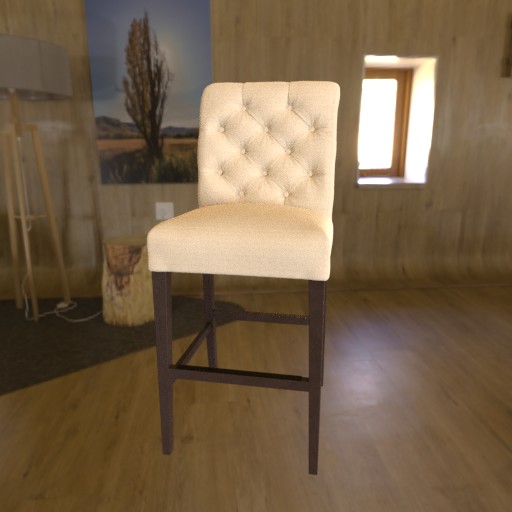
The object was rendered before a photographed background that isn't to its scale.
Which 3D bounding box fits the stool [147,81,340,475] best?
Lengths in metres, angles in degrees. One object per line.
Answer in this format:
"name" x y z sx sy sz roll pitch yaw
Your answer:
"stool" 0.000 0.000 1.429 0.482 1.118 0.610 3 15 10
